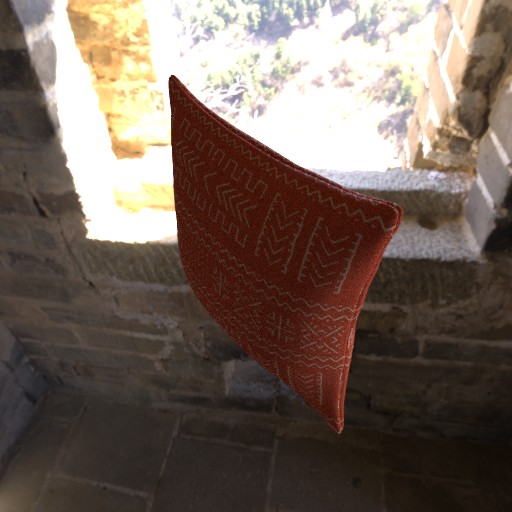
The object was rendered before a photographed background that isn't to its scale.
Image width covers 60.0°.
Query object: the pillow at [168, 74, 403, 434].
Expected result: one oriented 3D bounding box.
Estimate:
[{"bbox_3d":[0.000,0.000,0.671,0.164,0.429,0.438,-27,49,-26],"label":"pillow"}]
